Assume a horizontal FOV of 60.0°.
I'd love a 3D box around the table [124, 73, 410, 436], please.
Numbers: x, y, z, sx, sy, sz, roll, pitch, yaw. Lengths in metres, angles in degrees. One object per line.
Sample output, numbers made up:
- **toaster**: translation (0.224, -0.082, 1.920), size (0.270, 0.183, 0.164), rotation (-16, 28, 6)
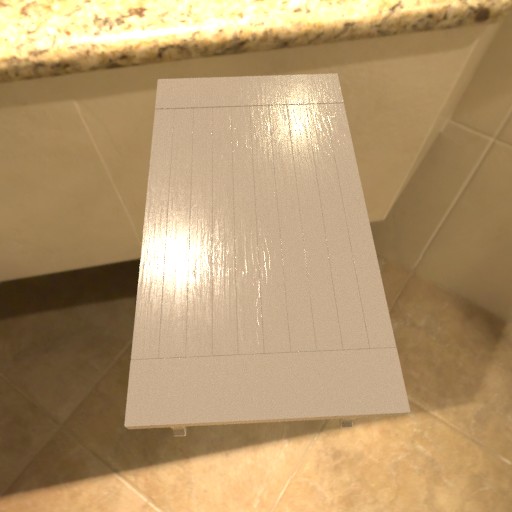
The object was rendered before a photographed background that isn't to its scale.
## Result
- **table**: translation (0.000, 0.000, 1.383), size (0.600, 0.495, 1.062), rotation (-2, 60, -1)
